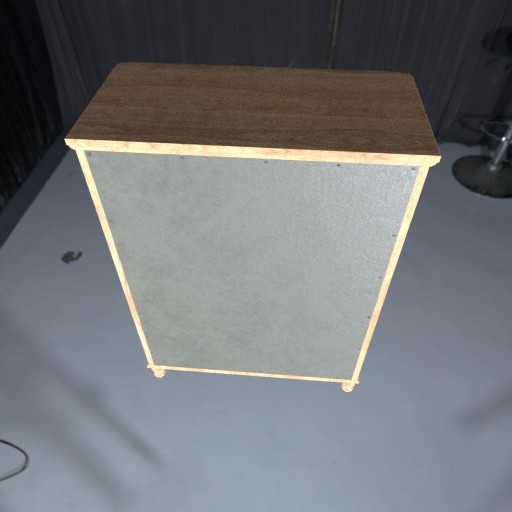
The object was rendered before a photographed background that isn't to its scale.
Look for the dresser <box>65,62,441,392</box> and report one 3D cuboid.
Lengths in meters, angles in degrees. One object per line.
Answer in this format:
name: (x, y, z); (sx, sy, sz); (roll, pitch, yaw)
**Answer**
dresser: (0.000, 0.000, 1.783); (0.973, 1.318, 0.484); (3, 47, 3)
